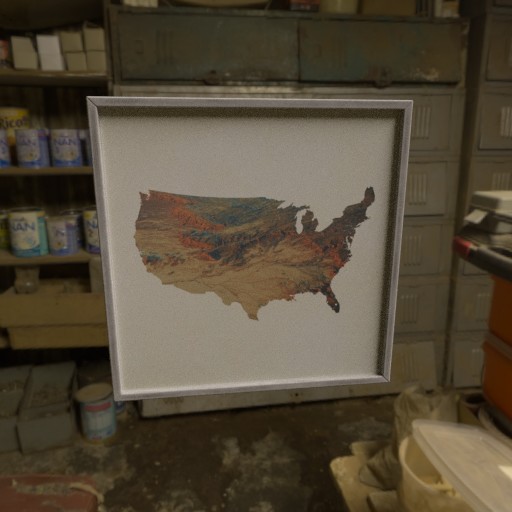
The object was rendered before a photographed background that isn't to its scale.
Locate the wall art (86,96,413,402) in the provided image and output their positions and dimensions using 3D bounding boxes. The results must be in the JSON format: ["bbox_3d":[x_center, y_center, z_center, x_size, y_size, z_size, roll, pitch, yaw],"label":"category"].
[{"bbox_3d":[0.000,0.000,0.452,0.303,0.303,0.015,-2,15,-7],"label":"wall art"}]
